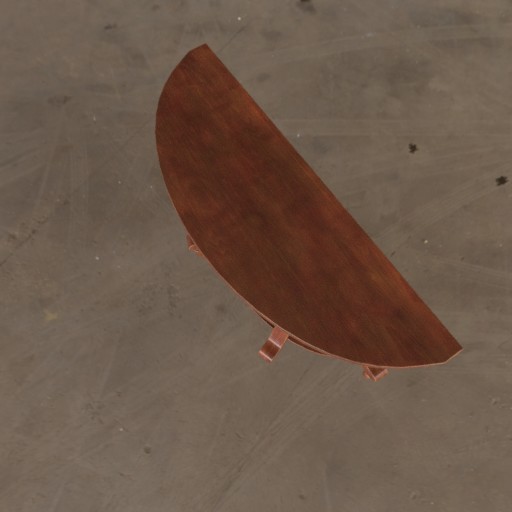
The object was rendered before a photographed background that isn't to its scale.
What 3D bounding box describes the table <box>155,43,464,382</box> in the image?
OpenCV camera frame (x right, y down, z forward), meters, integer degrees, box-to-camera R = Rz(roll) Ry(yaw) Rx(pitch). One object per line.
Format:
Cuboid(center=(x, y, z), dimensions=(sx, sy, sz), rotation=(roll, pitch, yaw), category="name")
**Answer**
Cuboid(center=(0.000, 0.000, 1.527), dimensions=(0.394, 0.699, 1.198), rotation=(-31, 70, -13), category="table")
